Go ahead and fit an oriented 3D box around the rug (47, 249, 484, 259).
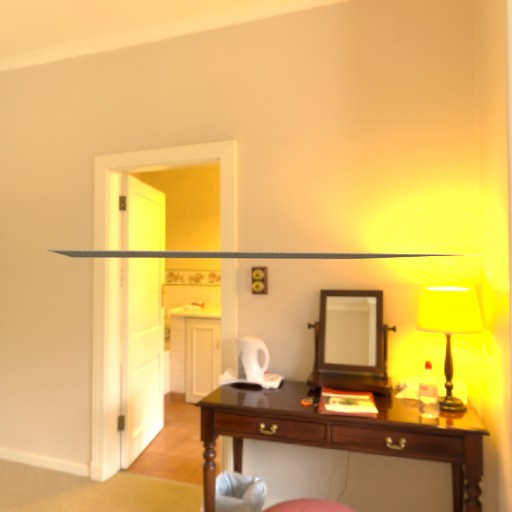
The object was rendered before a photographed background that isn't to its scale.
[{"bbox_3d":[0.000,0.000,3.029,2.438,0.008,1.523,0,-1,-19],"label":"rug"}]
